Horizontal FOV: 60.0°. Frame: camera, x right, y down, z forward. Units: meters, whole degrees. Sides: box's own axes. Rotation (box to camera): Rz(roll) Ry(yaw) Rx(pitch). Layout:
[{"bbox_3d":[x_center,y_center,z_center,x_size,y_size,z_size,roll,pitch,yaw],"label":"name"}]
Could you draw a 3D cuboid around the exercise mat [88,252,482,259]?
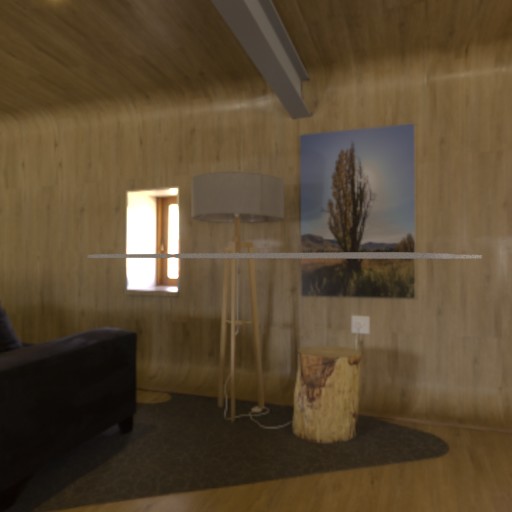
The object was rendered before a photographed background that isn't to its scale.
[{"bbox_3d":[0.000,0.000,2.122,1.884,0.021,0.616,0,0,36],"label":"exercise mat"}]
